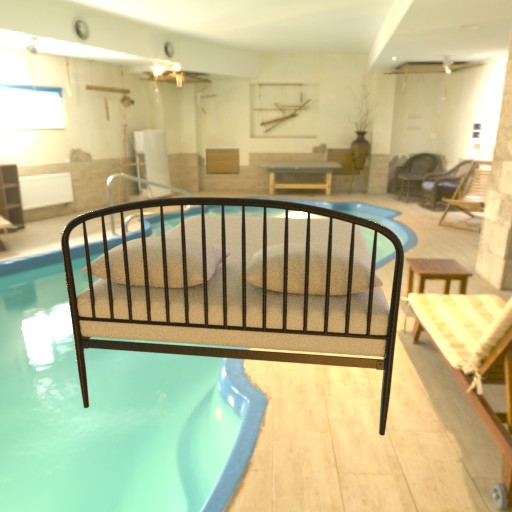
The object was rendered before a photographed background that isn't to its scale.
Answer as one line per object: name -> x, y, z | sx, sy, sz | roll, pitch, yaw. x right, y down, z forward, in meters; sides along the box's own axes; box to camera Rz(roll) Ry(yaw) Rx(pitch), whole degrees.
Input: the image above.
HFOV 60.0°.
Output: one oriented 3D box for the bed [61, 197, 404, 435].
bed -> 0.000, 0.000, 3.158 | 1.618, 1.166, 2.159 | 2, 17, 8
